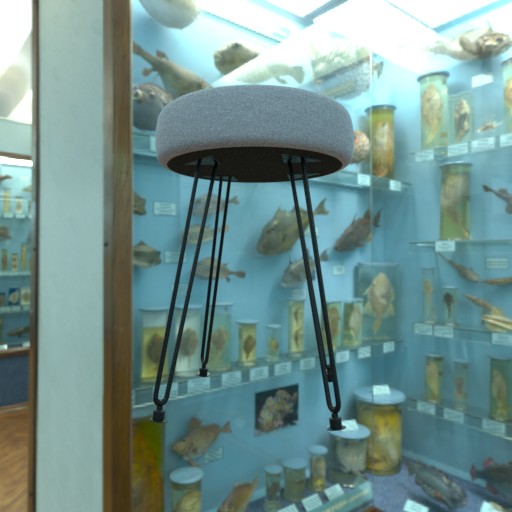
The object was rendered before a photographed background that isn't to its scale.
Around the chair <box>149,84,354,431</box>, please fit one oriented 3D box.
[{"bbox_3d":[0.000,0.000,0.686,0.350,0.440,0.350,0,0,-37],"label":"chair"}]
